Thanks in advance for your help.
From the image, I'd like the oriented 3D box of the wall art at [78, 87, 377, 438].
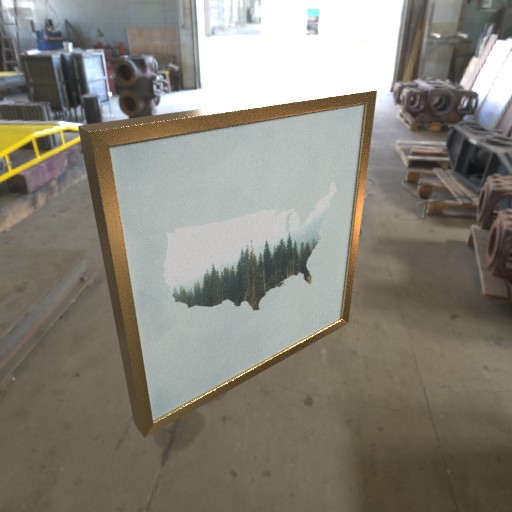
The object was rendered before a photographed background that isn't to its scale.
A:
[{"bbox_3d":[0.000,0.000,0.774,0.509,0.509,0.040,-21,35,-33],"label":"wall art"}]
